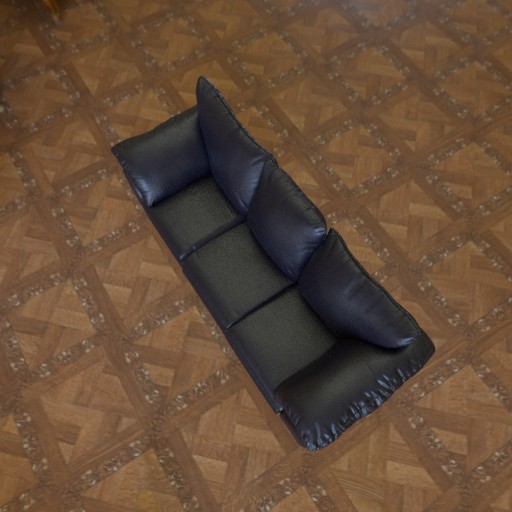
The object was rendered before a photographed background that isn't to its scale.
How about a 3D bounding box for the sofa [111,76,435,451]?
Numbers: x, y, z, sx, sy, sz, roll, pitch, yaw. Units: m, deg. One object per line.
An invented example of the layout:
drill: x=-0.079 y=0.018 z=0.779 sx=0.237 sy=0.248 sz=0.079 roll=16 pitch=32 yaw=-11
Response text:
sofa: x=0.000 y=0.000 z=2.917 sx=0.880 sy=1.073 sz=2.336 roll=-31 pitch=68 yaw=-14
